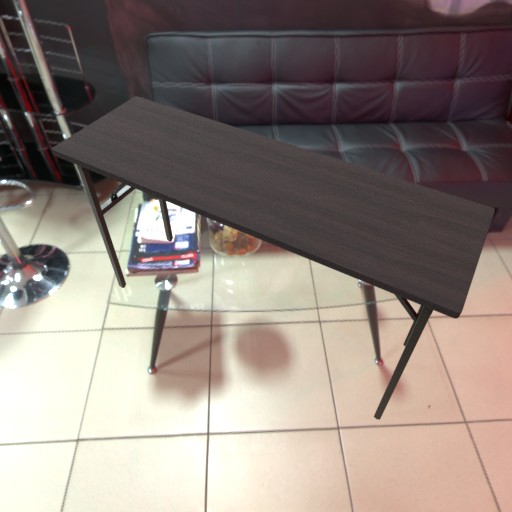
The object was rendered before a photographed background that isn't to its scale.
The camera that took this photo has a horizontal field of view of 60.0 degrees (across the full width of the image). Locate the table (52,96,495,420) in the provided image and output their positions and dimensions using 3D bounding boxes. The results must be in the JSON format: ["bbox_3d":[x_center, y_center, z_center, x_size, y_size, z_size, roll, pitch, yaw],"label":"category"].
[{"bbox_3d":[0.000,0.000,1.709,1.399,0.750,0.449,23,51,20],"label":"table"}]
